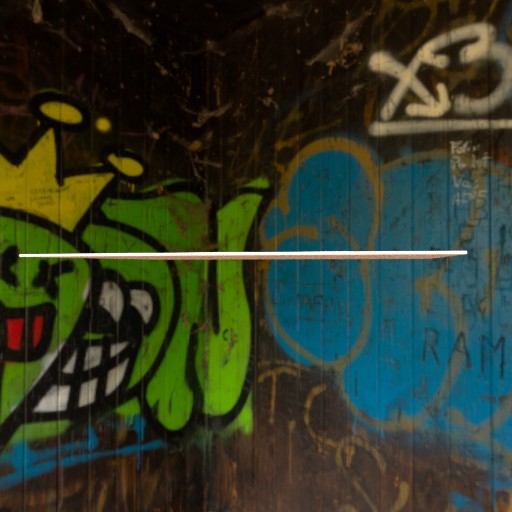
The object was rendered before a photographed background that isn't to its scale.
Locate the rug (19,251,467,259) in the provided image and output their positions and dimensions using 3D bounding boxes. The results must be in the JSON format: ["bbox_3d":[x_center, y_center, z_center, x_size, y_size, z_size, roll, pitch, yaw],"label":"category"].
[{"bbox_3d":[0.000,0.000,3.095,2.438,0.026,1.706,0,-1,16],"label":"rug"}]
